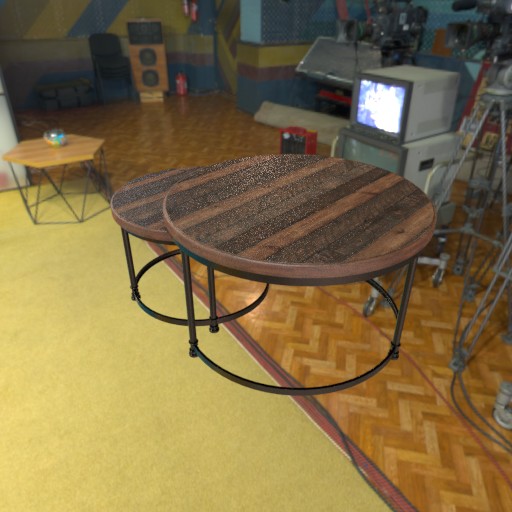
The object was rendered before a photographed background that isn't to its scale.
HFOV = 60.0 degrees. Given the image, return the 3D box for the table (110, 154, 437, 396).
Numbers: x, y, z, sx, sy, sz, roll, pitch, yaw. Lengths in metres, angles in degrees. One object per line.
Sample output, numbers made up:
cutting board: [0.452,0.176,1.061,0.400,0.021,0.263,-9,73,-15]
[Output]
table: [0.000,0.000,1.623,1.152,0.516,0.870,9,32,15]
